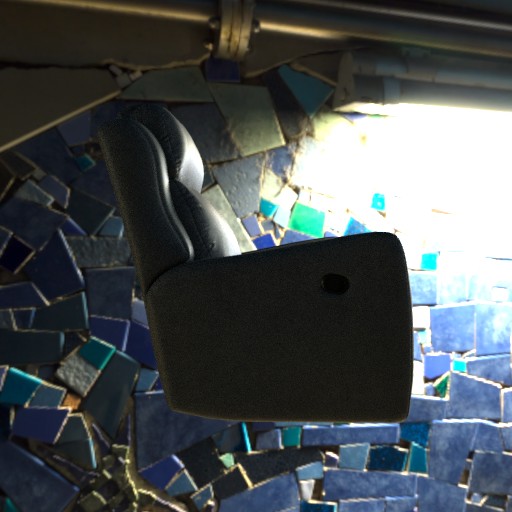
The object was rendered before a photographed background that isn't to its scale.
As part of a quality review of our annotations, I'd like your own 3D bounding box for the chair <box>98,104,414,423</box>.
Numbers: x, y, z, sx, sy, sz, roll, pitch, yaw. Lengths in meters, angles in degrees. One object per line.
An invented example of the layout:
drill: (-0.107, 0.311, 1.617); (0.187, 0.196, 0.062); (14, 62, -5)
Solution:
chair: (0.000, 0.000, 1.896); (1.068, 1.116, 0.965); (0, 1, 0)
